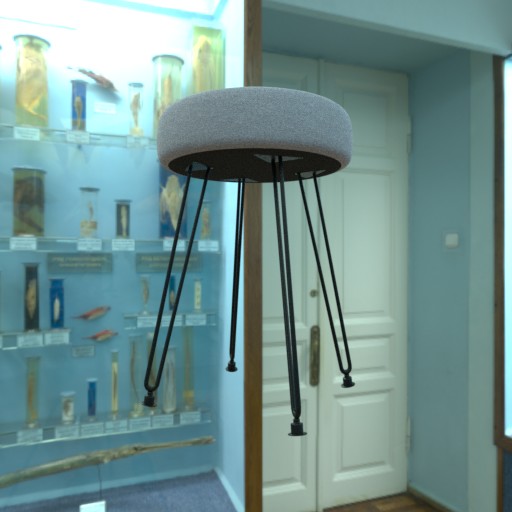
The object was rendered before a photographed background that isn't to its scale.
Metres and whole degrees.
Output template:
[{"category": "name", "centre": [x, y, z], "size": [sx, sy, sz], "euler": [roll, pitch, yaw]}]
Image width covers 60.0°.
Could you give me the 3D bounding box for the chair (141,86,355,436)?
[{"category": "chair", "centre": [0.000, 0.000, 0.695], "size": [0.350, 0.440, 0.350], "euler": [0, 0, -17]}]
